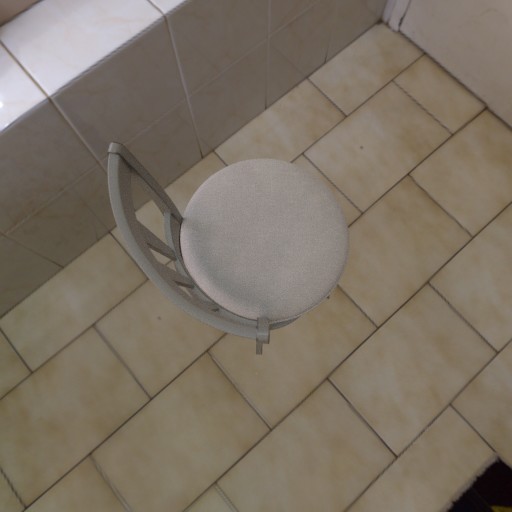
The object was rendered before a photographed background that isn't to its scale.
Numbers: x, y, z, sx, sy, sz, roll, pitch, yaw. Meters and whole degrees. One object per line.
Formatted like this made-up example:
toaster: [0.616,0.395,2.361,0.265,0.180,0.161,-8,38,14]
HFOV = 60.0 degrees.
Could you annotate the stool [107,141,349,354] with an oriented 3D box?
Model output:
stool: [0.000,0.000,1.241,0.486,0.994,0.450,-38,78,-9]
